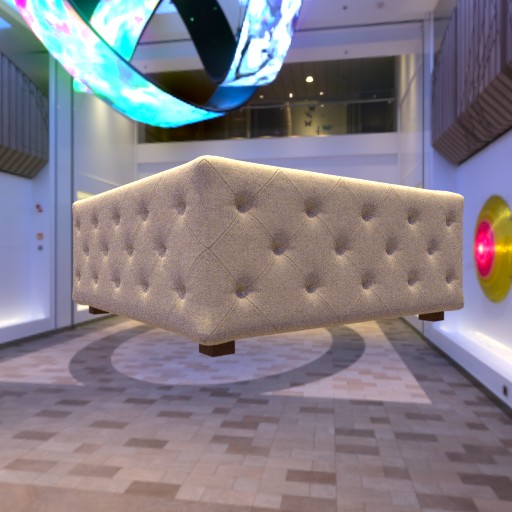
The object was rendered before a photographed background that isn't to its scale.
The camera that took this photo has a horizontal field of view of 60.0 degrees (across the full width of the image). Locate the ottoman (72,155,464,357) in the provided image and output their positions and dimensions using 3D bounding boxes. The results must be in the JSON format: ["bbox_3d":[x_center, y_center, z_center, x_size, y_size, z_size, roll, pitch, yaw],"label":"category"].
[{"bbox_3d":[0.000,0.000,1.608,1.028,0.439,1.028,0,0,-37],"label":"ottoman"}]
